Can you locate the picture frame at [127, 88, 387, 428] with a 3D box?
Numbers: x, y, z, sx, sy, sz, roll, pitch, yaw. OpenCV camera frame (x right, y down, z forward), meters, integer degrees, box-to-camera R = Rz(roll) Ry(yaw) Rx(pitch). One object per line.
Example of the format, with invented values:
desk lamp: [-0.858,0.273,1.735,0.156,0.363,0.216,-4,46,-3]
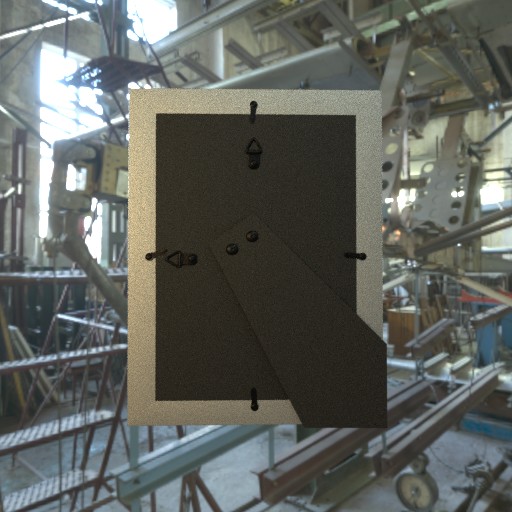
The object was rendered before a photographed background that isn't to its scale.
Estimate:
picture frame: [0.000,0.000,0.280,0.157,0.208,0.028,0,-1,-2]
